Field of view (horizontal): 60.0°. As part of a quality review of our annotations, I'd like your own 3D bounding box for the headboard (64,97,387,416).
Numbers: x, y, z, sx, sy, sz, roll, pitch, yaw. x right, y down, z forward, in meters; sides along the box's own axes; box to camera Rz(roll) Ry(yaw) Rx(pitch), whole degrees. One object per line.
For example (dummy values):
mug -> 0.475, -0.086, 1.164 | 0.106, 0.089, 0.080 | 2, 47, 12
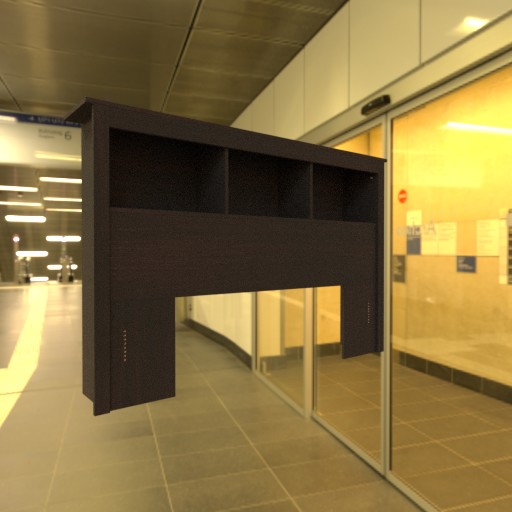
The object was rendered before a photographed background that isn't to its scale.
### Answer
headboard -> 0.000, 0.000, 2.126 | 1.671, 1.092, 0.279 | -1, 1, -38
